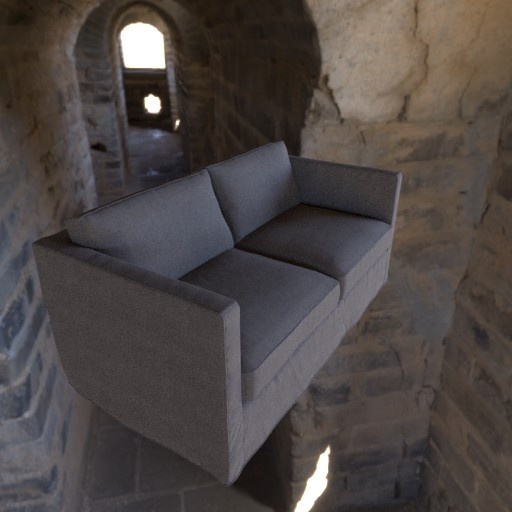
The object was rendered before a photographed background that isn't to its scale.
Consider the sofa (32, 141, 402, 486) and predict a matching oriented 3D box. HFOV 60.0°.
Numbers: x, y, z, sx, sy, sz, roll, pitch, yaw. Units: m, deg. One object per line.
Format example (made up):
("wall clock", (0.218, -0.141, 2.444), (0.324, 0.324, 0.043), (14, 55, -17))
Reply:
("sofa", (0.000, 0.000, 2.282), (0.974, 0.854, 1.802), (16, 31, 29))
